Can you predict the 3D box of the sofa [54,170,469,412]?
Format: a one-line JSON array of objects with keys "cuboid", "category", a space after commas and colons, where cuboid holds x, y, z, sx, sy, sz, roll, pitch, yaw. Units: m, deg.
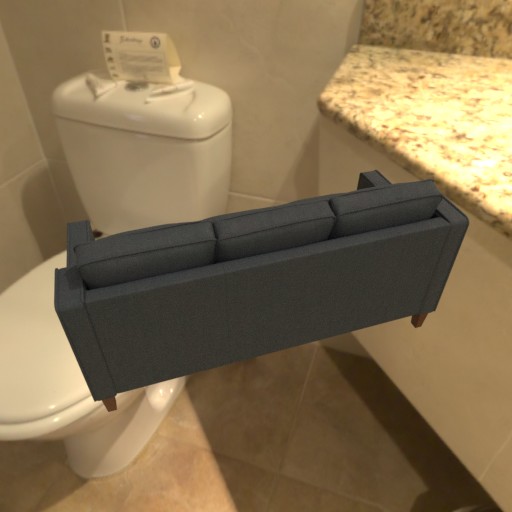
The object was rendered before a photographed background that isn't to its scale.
[{"cuboid": [0.000, 0.000, 2.544, 1.986, 0.974, 0.911, -12, 41, -14], "category": "sofa"}]
